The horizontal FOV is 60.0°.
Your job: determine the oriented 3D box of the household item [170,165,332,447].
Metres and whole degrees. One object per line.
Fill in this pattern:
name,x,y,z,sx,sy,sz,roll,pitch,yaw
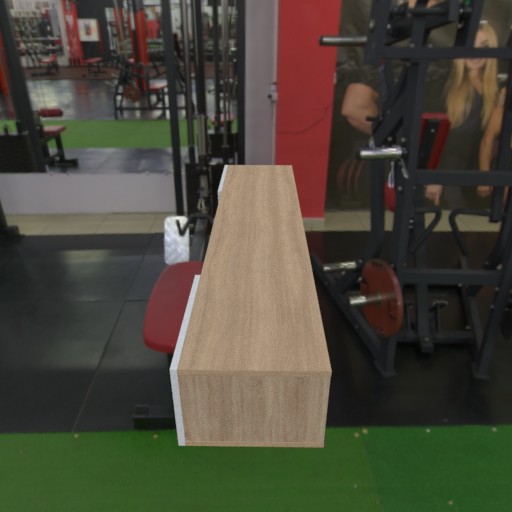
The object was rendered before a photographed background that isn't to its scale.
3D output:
household item,0.000,0.000,2.037,0.420,0.310,1.850,0,28,1
